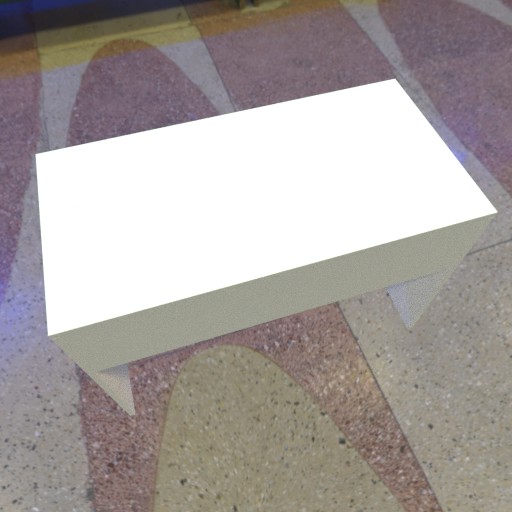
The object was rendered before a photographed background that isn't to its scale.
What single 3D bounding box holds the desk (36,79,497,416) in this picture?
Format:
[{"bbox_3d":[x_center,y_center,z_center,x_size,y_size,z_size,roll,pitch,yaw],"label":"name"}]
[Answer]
[{"bbox_3d":[0.000,0.000,1.477,1.100,0.730,0.560,-15,59,-9],"label":"desk"}]
